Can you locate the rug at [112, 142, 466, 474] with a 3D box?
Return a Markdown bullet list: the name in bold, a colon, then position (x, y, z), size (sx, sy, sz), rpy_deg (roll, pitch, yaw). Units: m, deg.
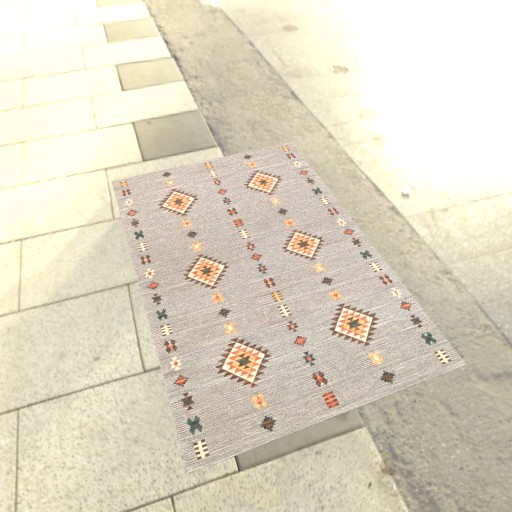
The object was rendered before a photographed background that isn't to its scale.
- **rug**: position (0.000, 0.000, 2.311), size (1.217, 0.005, 1.818), rpy_deg (-16, 49, -14)
